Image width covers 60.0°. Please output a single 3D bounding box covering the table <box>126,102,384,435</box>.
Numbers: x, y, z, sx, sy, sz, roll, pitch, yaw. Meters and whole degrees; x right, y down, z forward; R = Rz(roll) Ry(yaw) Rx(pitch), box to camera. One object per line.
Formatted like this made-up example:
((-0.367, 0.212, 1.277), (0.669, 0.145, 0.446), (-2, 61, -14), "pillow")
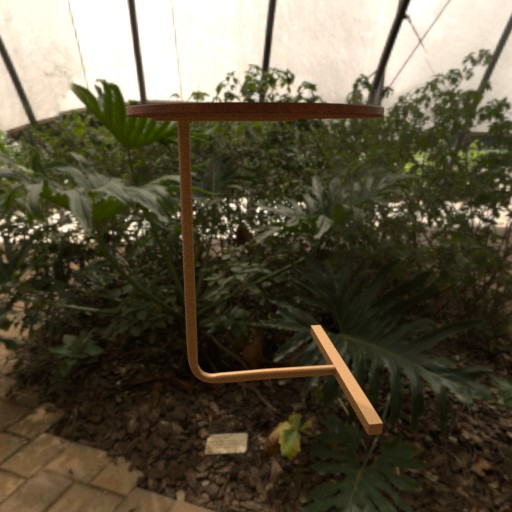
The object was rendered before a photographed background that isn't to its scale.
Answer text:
((0.000, 0.000, 1.118), (0.577, 0.706, 0.530), (-2, 16, -7), "table")
